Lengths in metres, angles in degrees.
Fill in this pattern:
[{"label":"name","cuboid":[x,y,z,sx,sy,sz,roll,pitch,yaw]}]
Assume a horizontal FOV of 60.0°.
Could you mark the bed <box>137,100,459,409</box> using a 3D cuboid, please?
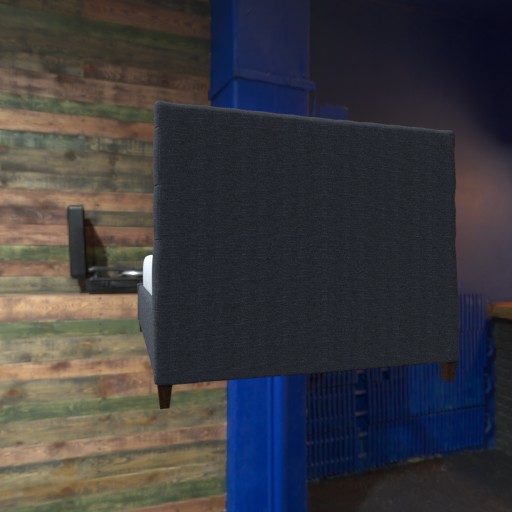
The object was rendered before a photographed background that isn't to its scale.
[{"label":"bed","cuboid":[0.000,0.000,3.387,1.698,1.427,2.387,0,-1,-17]}]
